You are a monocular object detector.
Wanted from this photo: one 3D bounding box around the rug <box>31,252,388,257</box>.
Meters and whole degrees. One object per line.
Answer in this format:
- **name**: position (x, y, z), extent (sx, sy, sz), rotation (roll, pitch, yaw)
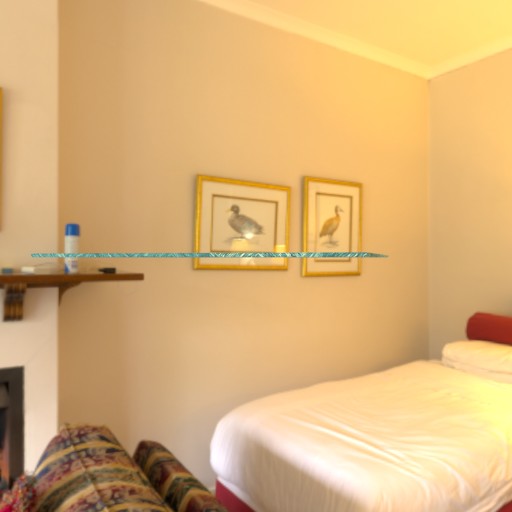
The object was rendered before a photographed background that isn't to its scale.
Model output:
- **rug**: position (0.000, 0.000, 4.386), extent (2.405, 0.027, 3.217), rotation (0, 0, 19)
